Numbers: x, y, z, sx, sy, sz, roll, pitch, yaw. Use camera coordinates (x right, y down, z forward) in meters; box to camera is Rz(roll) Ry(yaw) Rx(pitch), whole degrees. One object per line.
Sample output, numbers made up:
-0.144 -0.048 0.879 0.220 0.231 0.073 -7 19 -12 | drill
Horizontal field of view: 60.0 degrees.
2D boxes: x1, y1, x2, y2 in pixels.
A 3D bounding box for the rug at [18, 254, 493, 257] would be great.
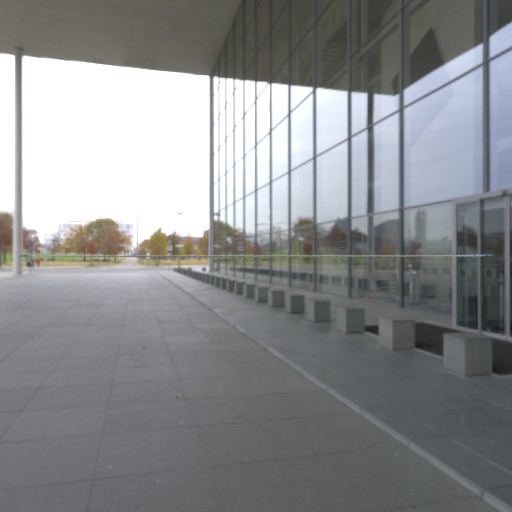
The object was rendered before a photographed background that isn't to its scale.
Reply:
0.000 0.000 4.373 3.416 0.016 2.471 0 0 0 | rug
